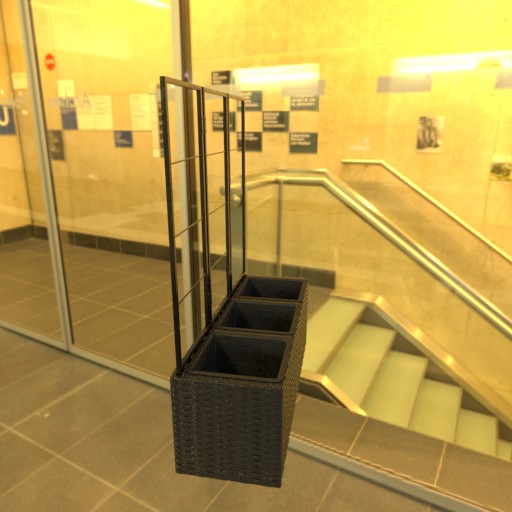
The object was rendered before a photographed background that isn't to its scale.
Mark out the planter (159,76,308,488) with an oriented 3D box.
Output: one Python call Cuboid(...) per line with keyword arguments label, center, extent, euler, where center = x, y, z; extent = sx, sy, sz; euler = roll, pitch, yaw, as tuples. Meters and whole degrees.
Cuboid(label="planter", center=(0.000, 0.000, 1.193), extent=(0.244, 0.841, 0.698), euler=(3, 17, 10))
